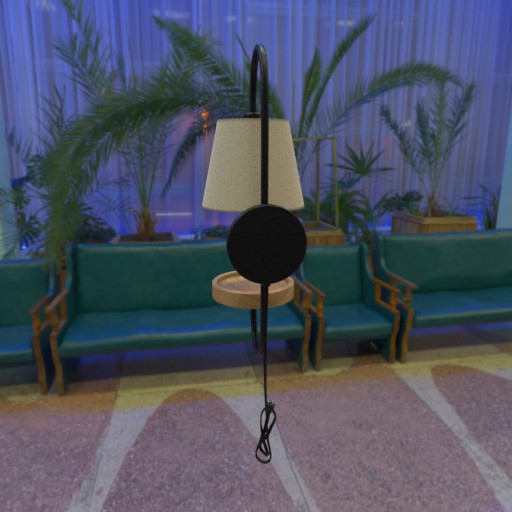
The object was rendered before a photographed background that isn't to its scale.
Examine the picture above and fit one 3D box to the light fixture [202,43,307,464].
[{"bbox_3d":[0.000,0.000,0.945,0.220,0.821,0.299,-2,14,-9],"label":"light fixture"}]
